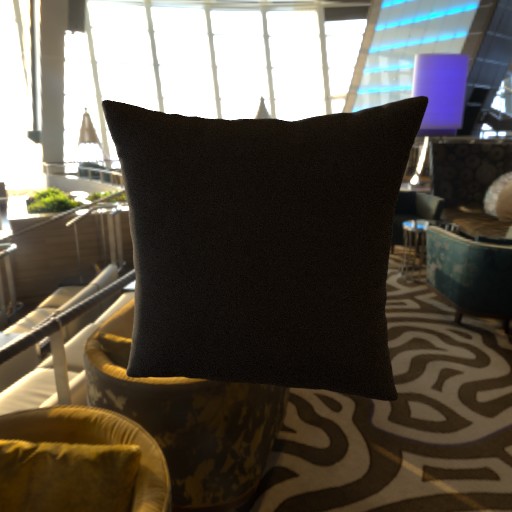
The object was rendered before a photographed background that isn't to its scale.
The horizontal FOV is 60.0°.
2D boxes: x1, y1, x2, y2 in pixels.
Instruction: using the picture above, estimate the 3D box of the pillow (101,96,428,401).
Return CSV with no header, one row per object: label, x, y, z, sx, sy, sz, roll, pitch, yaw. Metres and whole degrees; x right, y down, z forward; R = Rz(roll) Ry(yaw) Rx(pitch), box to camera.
pillow,0.000,0.000,0.755,0.511,0.509,0.161,3,16,9
